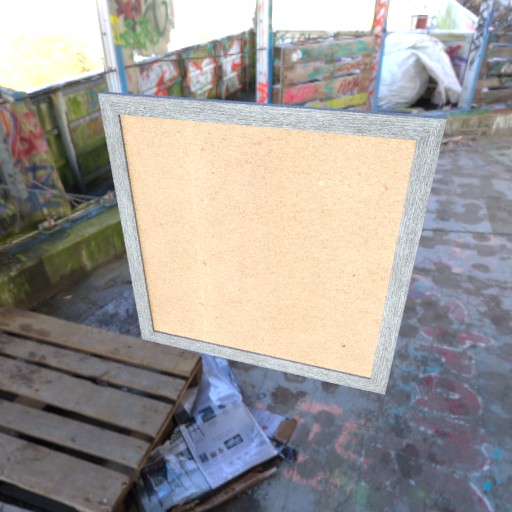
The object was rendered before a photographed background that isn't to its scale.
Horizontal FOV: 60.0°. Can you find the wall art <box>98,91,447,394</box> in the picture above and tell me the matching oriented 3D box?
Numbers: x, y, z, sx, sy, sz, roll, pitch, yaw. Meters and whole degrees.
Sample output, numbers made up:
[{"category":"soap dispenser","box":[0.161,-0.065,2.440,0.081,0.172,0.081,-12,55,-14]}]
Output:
[{"category":"wall art","box":[0.000,0.000,1.028,0.685,0.685,0.020,9,33,15]}]
